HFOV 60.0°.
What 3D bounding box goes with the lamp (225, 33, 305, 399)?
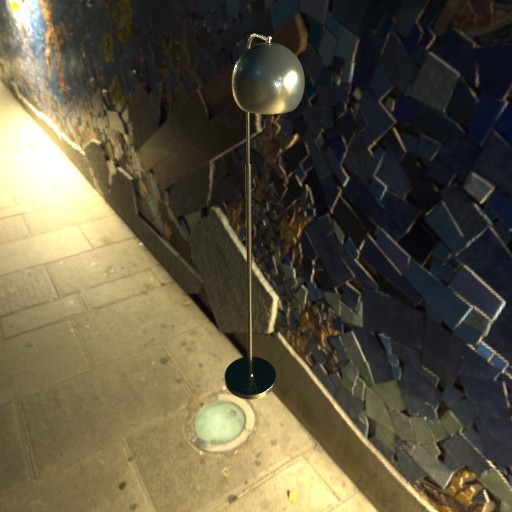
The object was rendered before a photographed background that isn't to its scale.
[{"bbox_3d":[0.000,0.000,1.686,0.250,1.526,0.431,-9,33,-15],"label":"lamp"}]
